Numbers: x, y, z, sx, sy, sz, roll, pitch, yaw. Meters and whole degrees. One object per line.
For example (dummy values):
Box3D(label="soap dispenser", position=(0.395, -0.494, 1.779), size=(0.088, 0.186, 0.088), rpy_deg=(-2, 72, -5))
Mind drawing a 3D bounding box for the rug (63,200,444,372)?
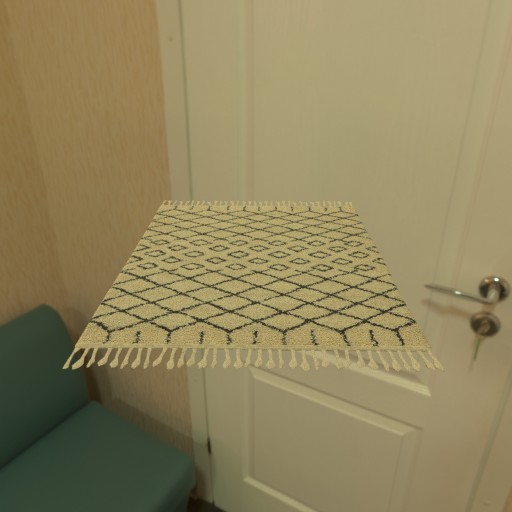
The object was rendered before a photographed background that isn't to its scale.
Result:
Box3D(label="rug", position=(0.000, 0.000, 4.193), size=(2.388, 0.030, 3.213), rpy_deg=(0, 26, 1))
